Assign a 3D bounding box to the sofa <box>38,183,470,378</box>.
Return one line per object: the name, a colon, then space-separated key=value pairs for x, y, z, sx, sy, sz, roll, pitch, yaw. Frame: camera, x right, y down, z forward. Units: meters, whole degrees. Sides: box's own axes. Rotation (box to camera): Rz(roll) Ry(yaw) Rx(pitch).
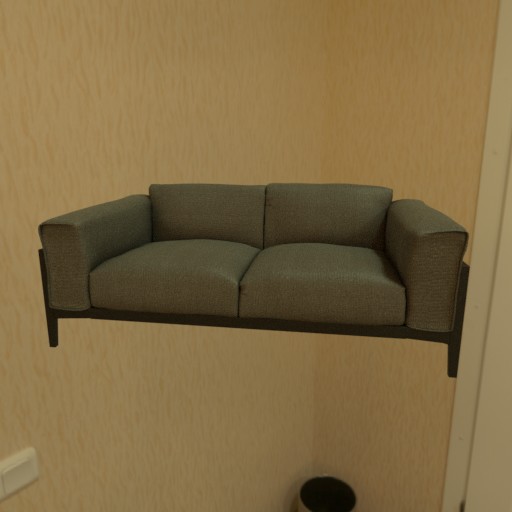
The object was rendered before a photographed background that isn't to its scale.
sofa: x=0.000 y=0.000 z=2.159 sx=1.690 sy=0.656 sz=0.960 roll=2 pitch=14 yaw=9
